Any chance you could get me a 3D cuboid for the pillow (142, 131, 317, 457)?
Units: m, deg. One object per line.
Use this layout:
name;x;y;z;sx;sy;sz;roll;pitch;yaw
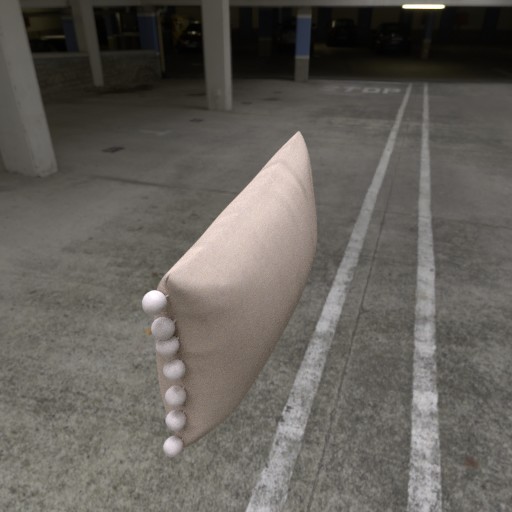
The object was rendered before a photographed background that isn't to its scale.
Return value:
pillow;0.000;0.000;0.854;0.201;0.322;0.709;10;31;16
